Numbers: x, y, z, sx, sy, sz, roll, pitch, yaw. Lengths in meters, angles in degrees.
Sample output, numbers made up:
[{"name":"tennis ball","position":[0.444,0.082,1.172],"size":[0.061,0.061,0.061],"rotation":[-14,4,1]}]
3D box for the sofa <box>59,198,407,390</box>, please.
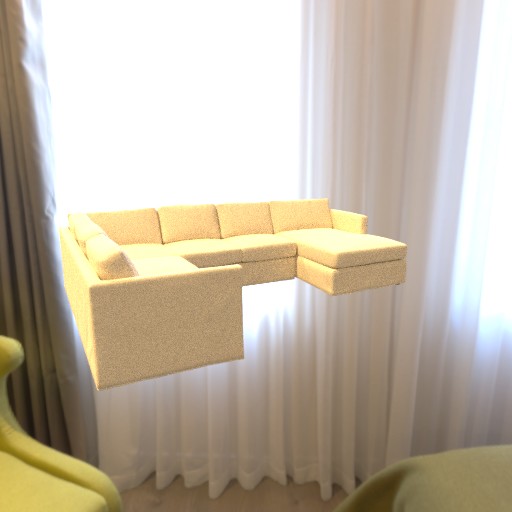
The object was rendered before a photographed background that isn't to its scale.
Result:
[{"name":"sofa","position":[0.000,0.000,4.459],"size":[3.460,0.882,2.427],"rotation":[-7,15,-27]}]
